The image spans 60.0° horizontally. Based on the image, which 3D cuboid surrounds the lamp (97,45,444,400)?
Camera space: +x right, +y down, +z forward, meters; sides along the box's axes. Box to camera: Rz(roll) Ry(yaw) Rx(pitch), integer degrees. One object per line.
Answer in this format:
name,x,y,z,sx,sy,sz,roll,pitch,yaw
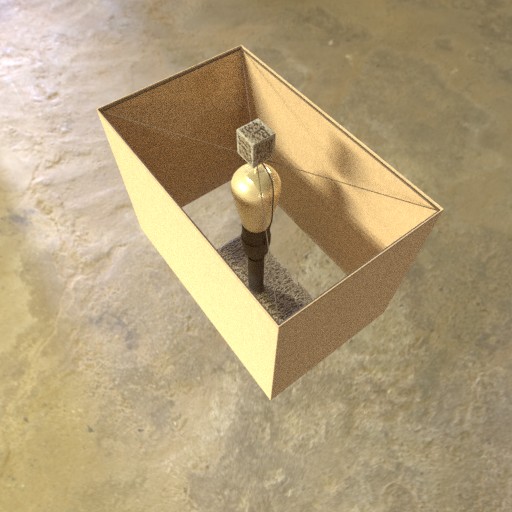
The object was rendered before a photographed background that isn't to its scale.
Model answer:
lamp,0.000,0.000,0.561,0.180,0.411,0.294,-33,63,-19
